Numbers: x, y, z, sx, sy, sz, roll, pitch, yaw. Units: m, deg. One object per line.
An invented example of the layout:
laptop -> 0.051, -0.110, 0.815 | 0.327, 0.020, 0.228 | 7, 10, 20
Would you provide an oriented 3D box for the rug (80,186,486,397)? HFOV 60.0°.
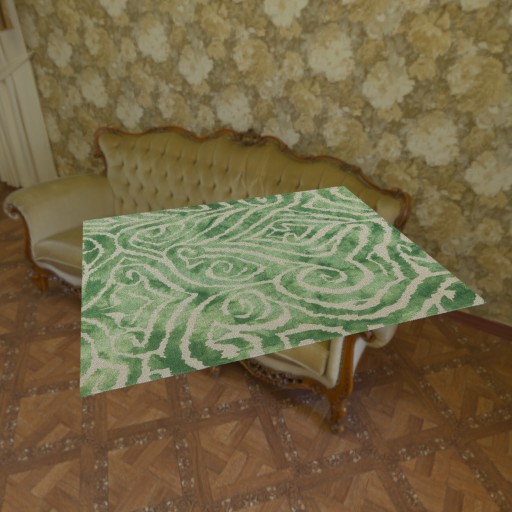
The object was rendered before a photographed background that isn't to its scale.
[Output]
rug -> 0.000, 0.000, 4.088 | 3.045, 0.007, 2.436 | -10, 33, -15
